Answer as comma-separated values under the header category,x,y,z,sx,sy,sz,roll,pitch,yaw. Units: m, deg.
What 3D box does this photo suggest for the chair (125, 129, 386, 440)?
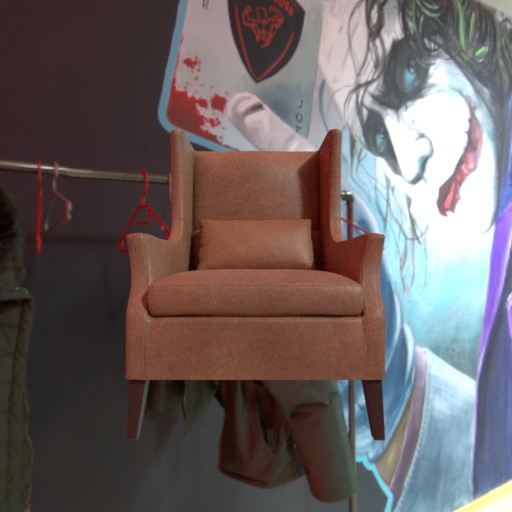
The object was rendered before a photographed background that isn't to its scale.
category,x,y,z,sx,sy,sz,roll,pitch,yaw
chair,0.000,0.000,1.729,0.815,1.088,0.913,0,0,0
